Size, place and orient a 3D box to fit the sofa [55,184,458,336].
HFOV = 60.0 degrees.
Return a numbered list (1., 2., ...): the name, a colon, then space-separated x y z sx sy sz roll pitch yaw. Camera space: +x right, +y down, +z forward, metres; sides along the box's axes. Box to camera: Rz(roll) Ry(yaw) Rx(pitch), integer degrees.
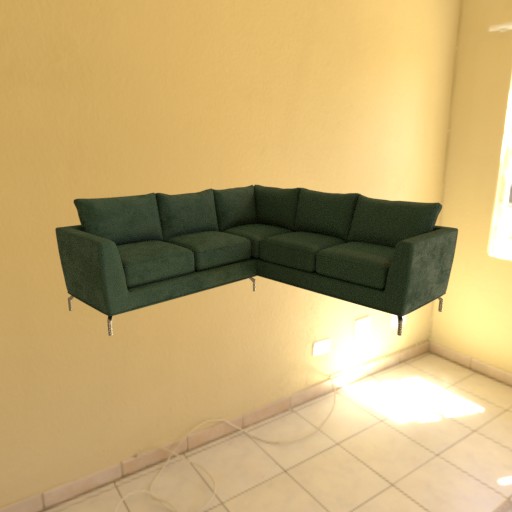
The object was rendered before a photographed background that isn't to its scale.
1. sofa: 0.000 0.000 3.851 2.468 1.004 2.452 -13 19 -43
